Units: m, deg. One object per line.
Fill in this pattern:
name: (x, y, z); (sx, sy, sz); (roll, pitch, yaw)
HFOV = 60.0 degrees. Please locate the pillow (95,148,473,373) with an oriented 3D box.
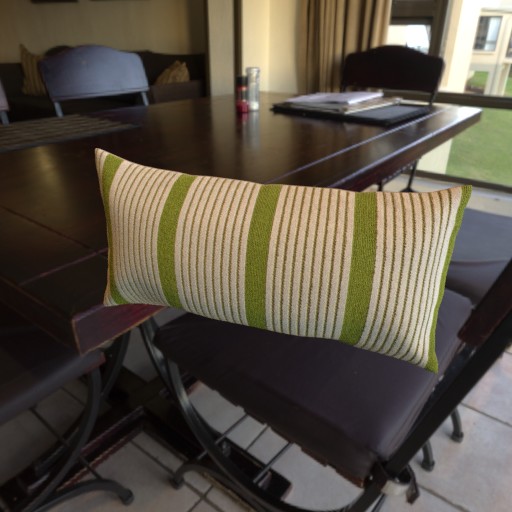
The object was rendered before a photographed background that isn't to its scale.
pillow: (0.000, 0.000, 0.726); (0.608, 0.292, 0.156); (9, 29, 16)
